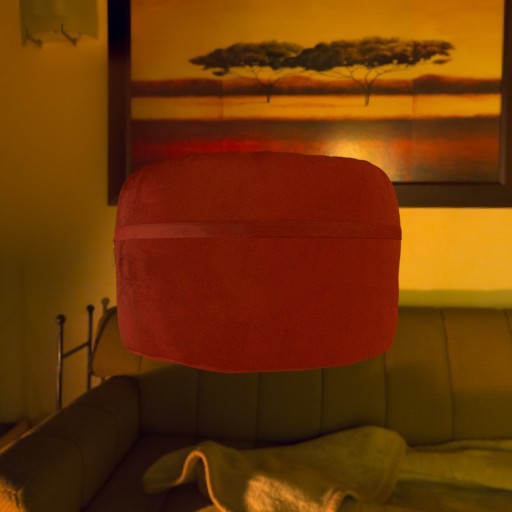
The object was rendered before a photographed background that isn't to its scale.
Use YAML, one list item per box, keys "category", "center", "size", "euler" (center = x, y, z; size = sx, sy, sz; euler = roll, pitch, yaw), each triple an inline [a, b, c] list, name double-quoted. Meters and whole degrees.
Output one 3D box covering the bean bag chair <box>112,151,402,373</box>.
- category: "bean bag chair"
  center: [0.000, 0.000, 1.957]
  size: [1.219, 0.762, 1.219]
  euler: [0, 1, 0]
